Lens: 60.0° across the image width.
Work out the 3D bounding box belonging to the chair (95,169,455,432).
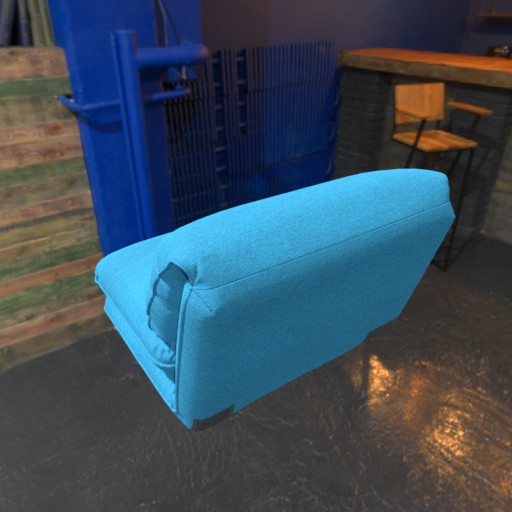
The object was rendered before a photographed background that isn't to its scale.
[{"bbox_3d":[0.000,0.000,1.346,0.820,0.580,0.780,-19,35,-30],"label":"chair"}]
